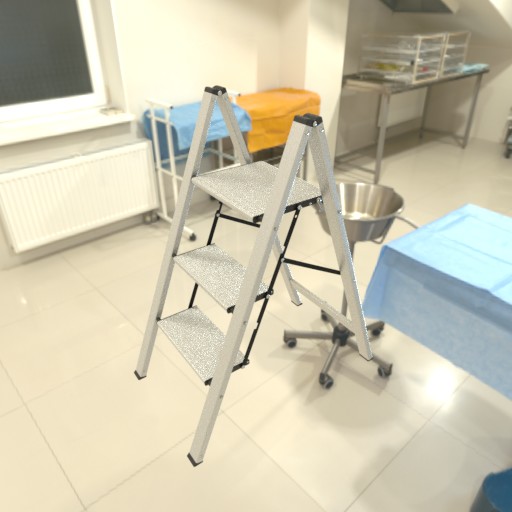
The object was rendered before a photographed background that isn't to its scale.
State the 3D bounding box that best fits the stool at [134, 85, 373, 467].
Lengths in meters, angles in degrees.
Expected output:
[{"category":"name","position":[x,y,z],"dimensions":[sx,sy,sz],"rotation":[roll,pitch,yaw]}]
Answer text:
[{"category":"stool","position":[0.000,0.000,1.328],"dimensions":[0.730,0.902,0.441],"rotation":[-20,37,-30]}]
